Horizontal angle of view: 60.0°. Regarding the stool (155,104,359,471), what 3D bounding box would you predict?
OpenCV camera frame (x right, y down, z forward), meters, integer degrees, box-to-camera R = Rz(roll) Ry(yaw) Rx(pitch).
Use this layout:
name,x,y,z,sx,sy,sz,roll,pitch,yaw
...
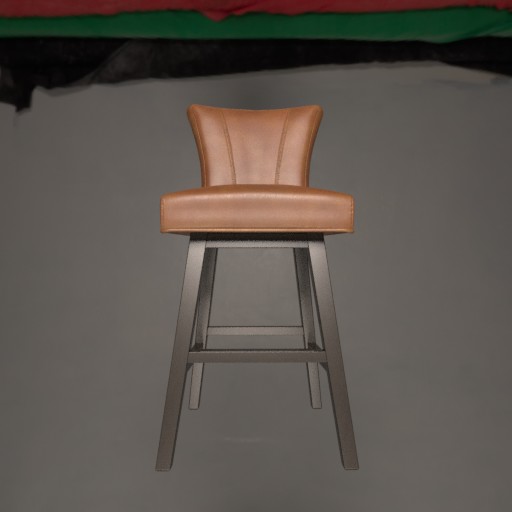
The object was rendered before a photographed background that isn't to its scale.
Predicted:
name,x,y,z,sx,sy,sz,roll,pitch,yaw
stool,0.000,0.000,1.409,0.522,1.094,0.585,0,1,-1
